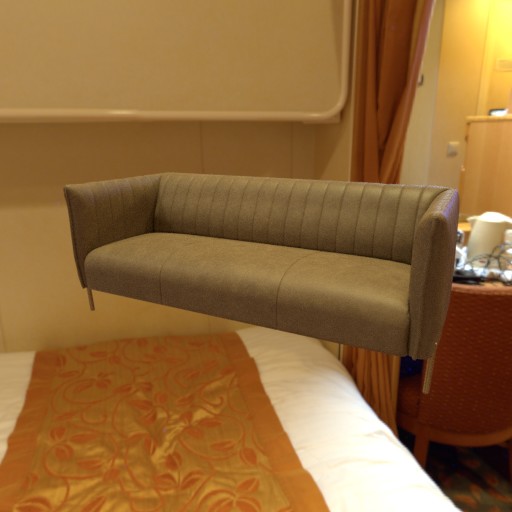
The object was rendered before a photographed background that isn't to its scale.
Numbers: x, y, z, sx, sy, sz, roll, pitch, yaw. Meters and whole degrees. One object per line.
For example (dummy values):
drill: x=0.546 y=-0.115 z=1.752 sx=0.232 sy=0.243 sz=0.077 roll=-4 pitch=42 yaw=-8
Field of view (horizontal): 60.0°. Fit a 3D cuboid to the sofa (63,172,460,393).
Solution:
sofa: x=0.000 y=0.000 z=2.428 sx=1.980 sy=0.779 sz=0.876 roll=8 pitch=18 yaw=26
